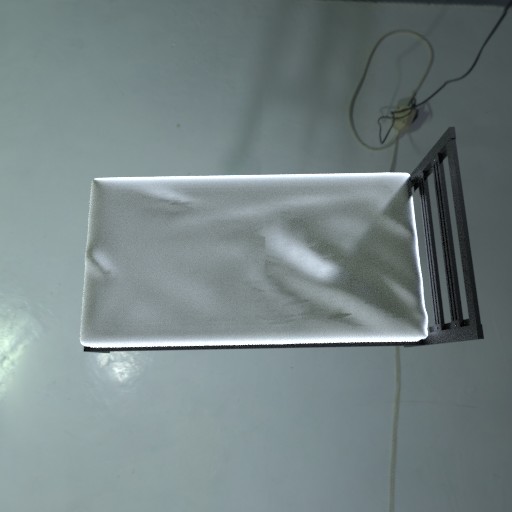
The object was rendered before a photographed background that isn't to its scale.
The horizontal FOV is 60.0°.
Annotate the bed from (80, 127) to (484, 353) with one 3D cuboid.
[{"bbox_3d":[0.000,0.000,2.451,1.930,0.967,0.991,-1,76,0],"label":"bed"}]
